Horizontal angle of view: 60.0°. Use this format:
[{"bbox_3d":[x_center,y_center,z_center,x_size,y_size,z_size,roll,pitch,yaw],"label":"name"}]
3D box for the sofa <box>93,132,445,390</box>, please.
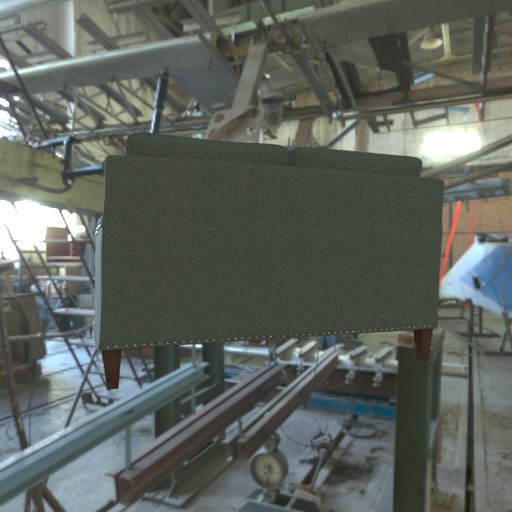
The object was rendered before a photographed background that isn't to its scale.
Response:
[{"bbox_3d":[0.000,0.000,2.308,1.597,1.003,1.084,0,0,-20],"label":"sofa"}]
